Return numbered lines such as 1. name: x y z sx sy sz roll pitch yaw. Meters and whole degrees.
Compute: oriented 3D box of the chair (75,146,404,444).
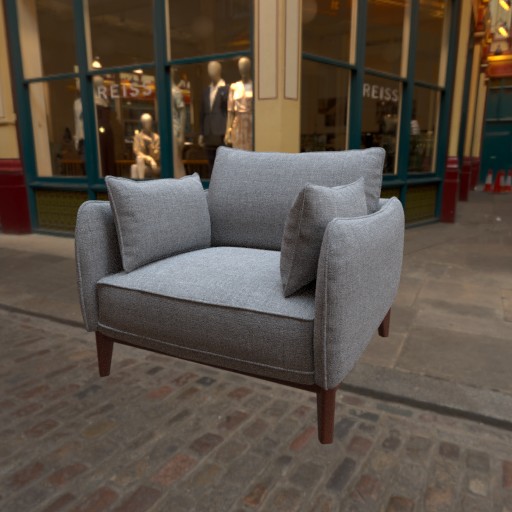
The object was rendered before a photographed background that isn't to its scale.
1. chair: 0.000 0.000 1.725 0.993 0.839 0.976 7 15 26
